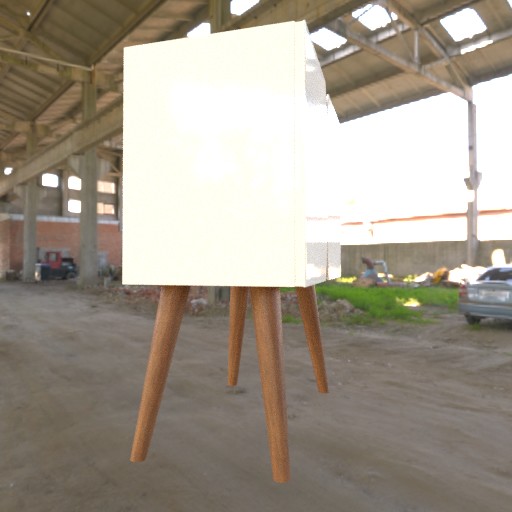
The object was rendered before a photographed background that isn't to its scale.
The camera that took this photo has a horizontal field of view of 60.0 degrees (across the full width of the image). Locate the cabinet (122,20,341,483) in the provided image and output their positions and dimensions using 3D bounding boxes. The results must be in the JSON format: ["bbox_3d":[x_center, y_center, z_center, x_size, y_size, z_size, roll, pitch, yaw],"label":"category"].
[{"bbox_3d":[0.000,0.000,1.056,0.344,0.772,0.591,0,-1,16],"label":"cabinet"}]
